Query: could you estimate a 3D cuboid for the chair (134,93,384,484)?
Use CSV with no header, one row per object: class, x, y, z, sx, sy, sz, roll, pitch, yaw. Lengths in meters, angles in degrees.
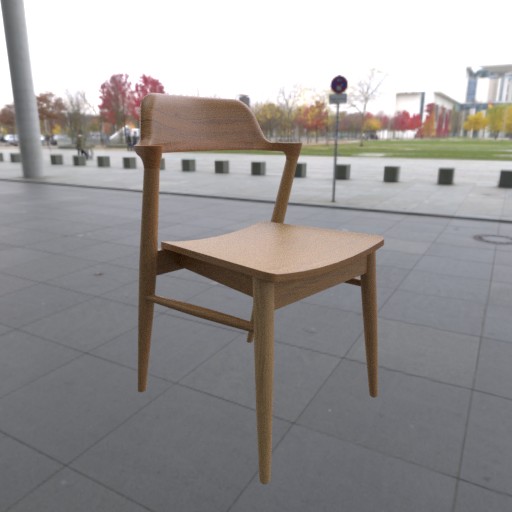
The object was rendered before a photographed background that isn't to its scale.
chair,0.000,0.000,1.124,0.499,0.792,0.512,14,21,42
